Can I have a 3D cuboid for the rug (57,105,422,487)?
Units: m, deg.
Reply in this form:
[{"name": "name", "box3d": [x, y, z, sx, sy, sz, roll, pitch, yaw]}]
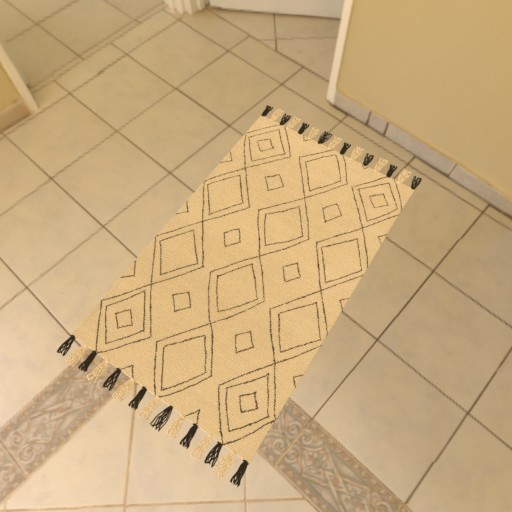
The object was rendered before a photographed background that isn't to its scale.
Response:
[{"name": "rug", "box3d": [0.000, 0.000, 3.350, 1.524, 0.021, 2.755, 30, 67, 14]}]
